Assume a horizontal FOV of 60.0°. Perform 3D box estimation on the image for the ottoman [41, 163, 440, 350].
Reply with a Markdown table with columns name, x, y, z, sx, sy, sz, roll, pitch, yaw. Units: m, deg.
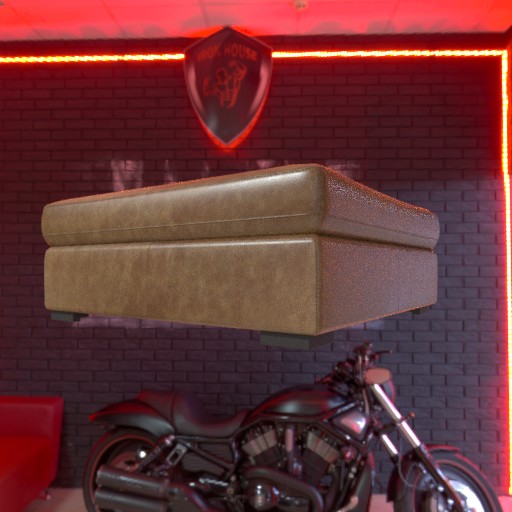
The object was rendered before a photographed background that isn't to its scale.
| name | x | y | z | sx | sy | sz | roll | pitch | yaw |
| --- | --- | --- | --- | --- | --- | --- | --- | --- | --- |
| ottoman | 0.000 | 0.000 | 1.799 | 1.168 | 0.483 | 1.169 | -1 | -2 | 35 |
